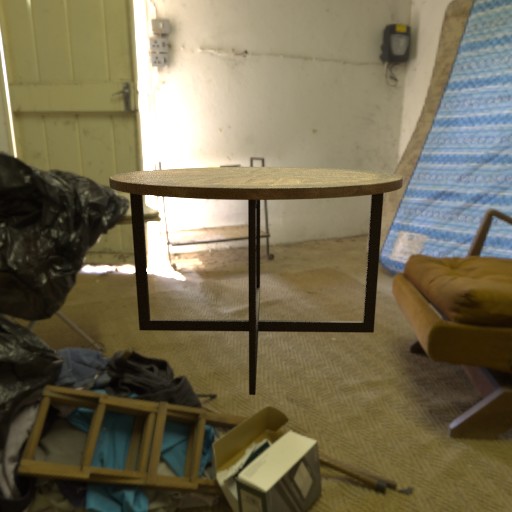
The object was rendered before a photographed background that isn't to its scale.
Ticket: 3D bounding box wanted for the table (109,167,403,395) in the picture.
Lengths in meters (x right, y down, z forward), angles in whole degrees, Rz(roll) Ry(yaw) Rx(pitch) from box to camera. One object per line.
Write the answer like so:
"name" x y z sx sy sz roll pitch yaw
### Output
"table" 0.000 0.000 2.095 1.264 0.762 1.264 0 14 0
